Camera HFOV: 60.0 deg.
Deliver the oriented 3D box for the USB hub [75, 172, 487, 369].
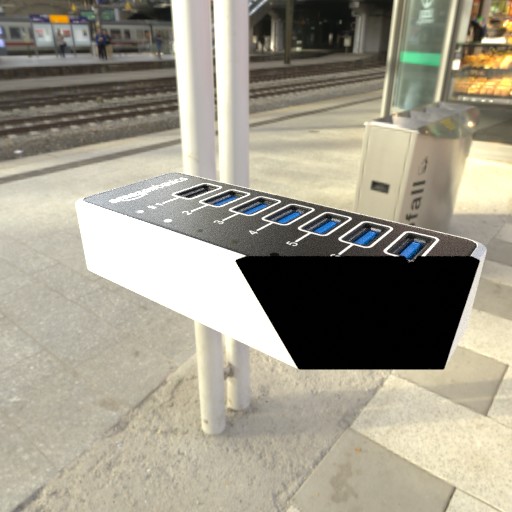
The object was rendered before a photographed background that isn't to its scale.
[{"bbox_3d":[0.000,0.000,0.126,0.110,0.023,0.044,18,31,33],"label":"USB hub"}]
